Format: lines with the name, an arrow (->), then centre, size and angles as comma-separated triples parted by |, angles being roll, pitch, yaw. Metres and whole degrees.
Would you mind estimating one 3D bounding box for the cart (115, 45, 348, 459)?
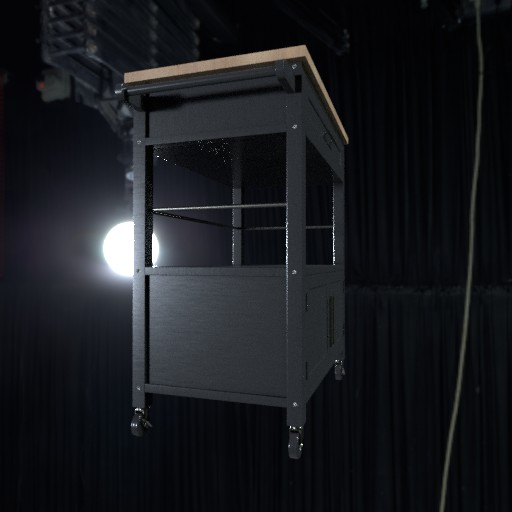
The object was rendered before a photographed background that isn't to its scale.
cart -> 0.000, 0.000, 1.347 | 0.459, 0.901, 0.840 | 0, -1, 19
